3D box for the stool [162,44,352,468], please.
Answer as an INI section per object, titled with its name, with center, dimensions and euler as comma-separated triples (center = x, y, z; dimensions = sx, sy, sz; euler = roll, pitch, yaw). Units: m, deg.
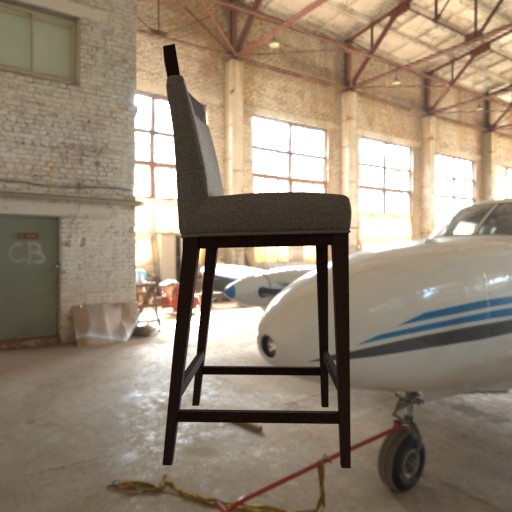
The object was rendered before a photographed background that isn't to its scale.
[stool]
center = 0.000, 0.000, 1.412
dimensions = 0.531, 1.117, 0.511
euler = 0, 1, 2
